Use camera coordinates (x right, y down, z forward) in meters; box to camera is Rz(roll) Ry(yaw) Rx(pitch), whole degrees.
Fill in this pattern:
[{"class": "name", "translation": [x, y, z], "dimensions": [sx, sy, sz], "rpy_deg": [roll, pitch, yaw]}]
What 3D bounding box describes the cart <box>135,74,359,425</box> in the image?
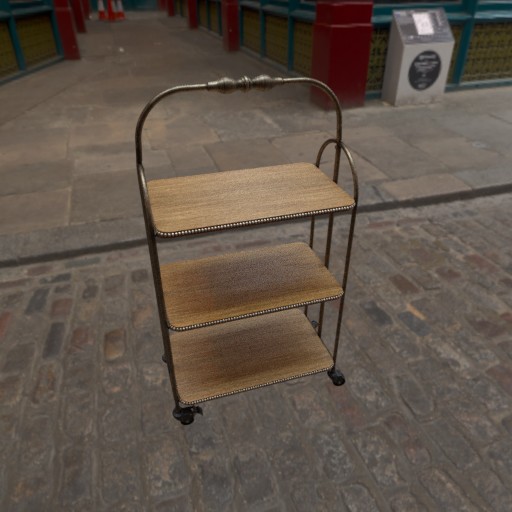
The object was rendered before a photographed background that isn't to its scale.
[{"class": "cart", "translation": [0.000, 0.000, 1.369], "dimensions": [0.650, 1.052, 0.330], "rpy_deg": [-10, 34, -15]}]
